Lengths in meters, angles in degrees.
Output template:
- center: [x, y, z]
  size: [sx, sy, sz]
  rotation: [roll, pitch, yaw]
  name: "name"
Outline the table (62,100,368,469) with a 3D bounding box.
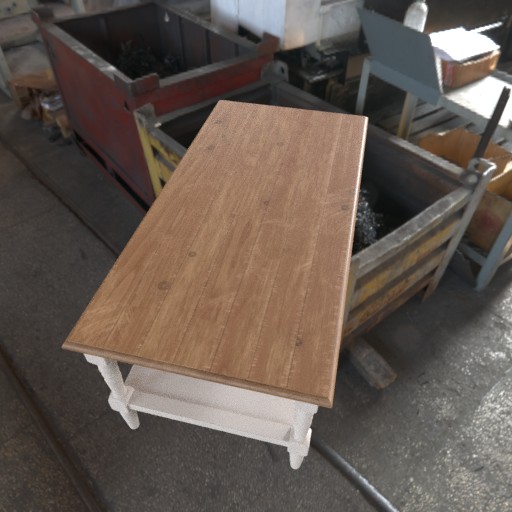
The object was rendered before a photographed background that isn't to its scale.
- center: [0.000, 0.000, 1.405]
  size: [0.559, 0.458, 1.118]
  rotation: [10, 46, 9]
  name: "table"
